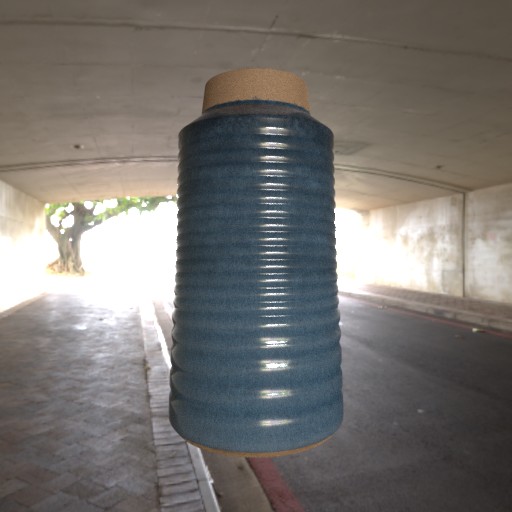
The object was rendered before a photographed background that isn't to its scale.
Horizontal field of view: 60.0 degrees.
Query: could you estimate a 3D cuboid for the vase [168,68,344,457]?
[{"bbox_3d":[0.000,0.000,0.419,0.163,0.316,0.163,0,0,0],"label":"vase"}]
